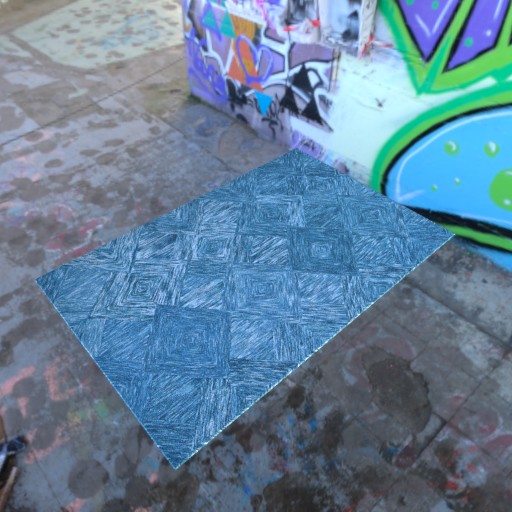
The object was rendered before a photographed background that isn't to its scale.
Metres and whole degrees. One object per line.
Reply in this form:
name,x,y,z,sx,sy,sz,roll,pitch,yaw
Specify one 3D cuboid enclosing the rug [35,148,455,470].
rug,0.000,0.000,2.843,2.277,0.015,1.490,-32,53,-29
